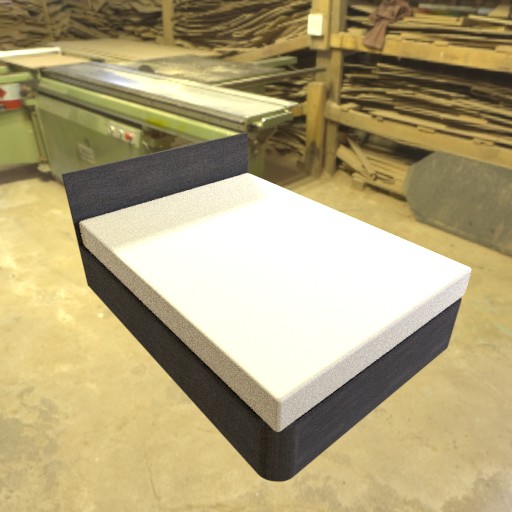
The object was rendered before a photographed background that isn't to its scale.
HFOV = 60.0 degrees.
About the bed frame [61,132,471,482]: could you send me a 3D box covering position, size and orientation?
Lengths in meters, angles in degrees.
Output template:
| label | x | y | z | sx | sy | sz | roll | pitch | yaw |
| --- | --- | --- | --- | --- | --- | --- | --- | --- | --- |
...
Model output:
| label | x | y | z | sx | sy | sz | roll | pitch | yaw |
| --- | --- | --- | --- | --- | --- | --- | --- | --- | --- |
| bed frame | 0.000 | 0.000 | 2.576 | 1.400 | 0.800 | 1.900 | -23 | 38 | -33 |
